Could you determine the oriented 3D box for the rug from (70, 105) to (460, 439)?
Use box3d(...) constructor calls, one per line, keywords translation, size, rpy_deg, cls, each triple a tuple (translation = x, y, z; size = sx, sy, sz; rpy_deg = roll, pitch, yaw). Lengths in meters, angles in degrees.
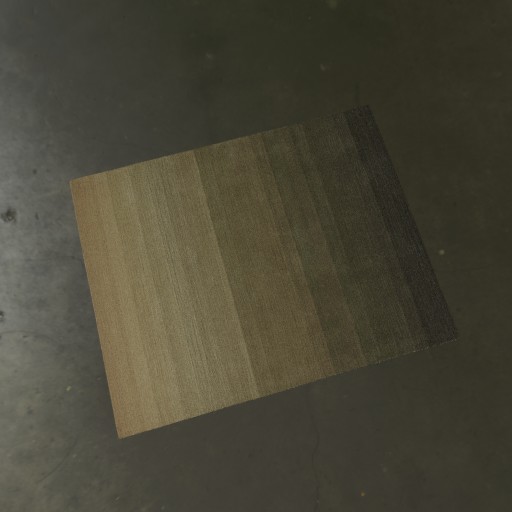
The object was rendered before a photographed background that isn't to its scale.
box3d(translation=(0.000, 0.000, 3.913), size=(2.932, 0.015, 2.315), rpy_deg=(-15, 76, -4), cls="rug")
